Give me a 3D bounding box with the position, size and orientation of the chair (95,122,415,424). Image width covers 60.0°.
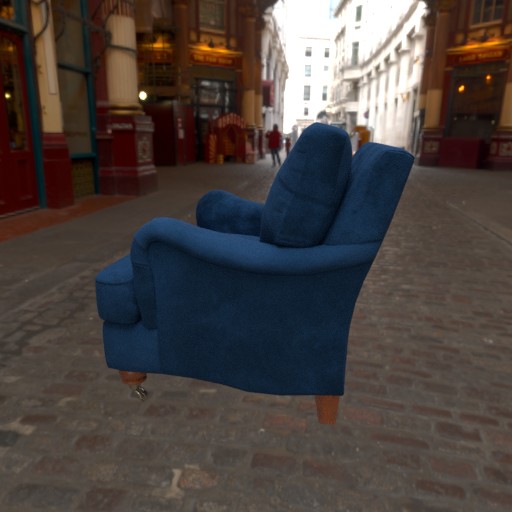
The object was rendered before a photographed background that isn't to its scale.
[{"bbox_3d":[0.000,0.000,1.887,1.078,1.076,0.895,2,16,9],"label":"chair"}]
